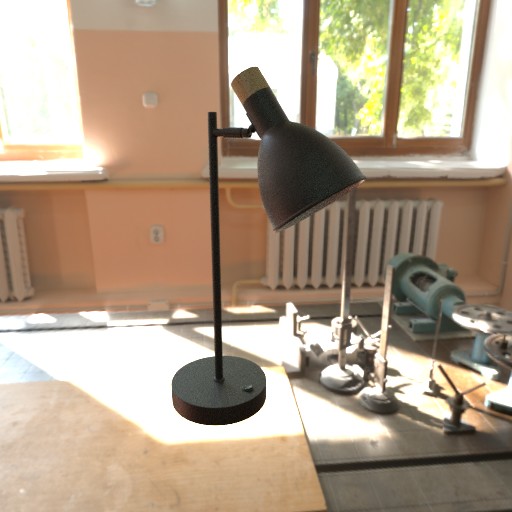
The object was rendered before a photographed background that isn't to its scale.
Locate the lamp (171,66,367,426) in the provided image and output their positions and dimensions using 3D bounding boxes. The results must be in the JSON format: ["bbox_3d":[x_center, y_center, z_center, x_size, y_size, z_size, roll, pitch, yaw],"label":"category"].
[{"bbox_3d":[0.000,0.000,0.609,0.287,0.483,0.152,9,19,28],"label":"lamp"}]
